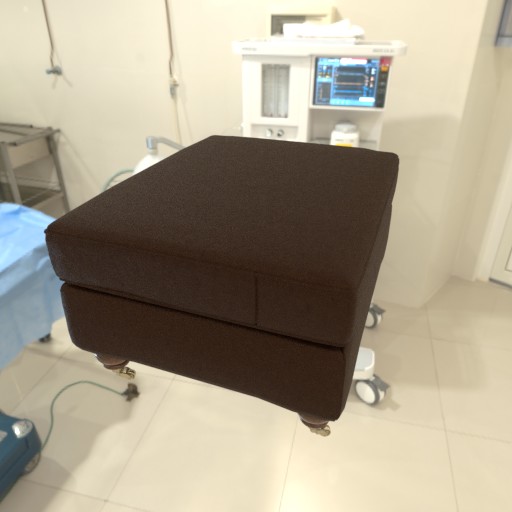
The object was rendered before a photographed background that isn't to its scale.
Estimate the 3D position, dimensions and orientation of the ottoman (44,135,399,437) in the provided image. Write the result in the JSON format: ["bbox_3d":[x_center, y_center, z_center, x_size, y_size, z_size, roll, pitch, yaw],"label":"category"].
[{"bbox_3d":[0.000,0.000,1.817,0.967,0.730,1.187,11,31,18],"label":"ottoman"}]
